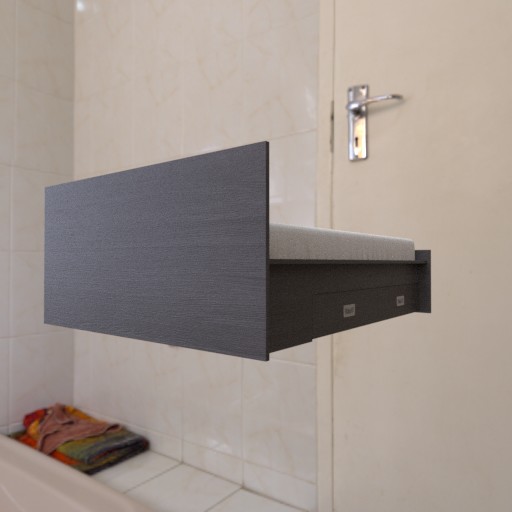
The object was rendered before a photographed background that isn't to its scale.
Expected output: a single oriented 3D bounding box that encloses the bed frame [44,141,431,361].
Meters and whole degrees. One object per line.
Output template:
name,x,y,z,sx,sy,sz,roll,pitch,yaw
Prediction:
bed frame,0.000,0.000,2.875,1.622,0.800,1.960,-1,-1,38
